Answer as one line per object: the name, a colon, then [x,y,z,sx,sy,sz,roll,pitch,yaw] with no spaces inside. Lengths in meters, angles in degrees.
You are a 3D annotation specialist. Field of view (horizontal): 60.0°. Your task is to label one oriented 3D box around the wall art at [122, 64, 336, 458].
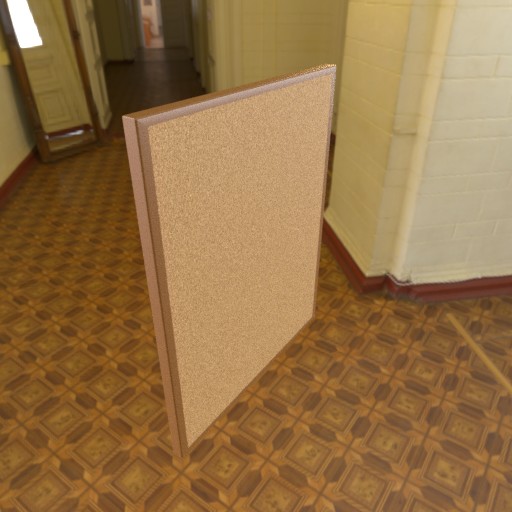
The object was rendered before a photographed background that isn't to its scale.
wall art: [0.000,0.000,0.515,0.015,0.379,0.310,20,36,30]
